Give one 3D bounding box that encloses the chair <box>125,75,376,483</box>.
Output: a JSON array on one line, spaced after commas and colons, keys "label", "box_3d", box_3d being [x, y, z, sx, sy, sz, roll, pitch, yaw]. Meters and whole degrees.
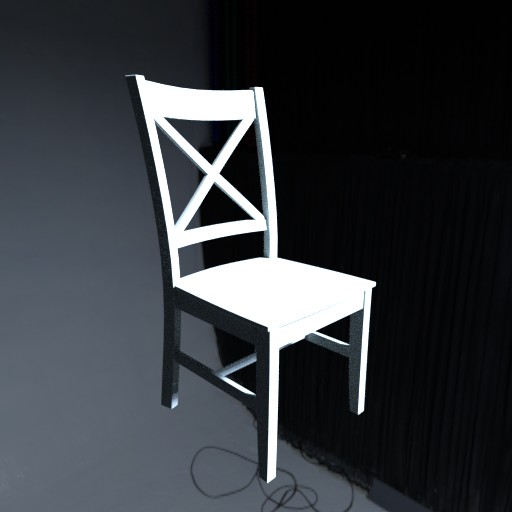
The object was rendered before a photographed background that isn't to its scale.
[{"label": "chair", "box_3d": [0.000, 0.000, 1.293, 0.485, 0.983, 0.542, -14, 21, -42]}]
